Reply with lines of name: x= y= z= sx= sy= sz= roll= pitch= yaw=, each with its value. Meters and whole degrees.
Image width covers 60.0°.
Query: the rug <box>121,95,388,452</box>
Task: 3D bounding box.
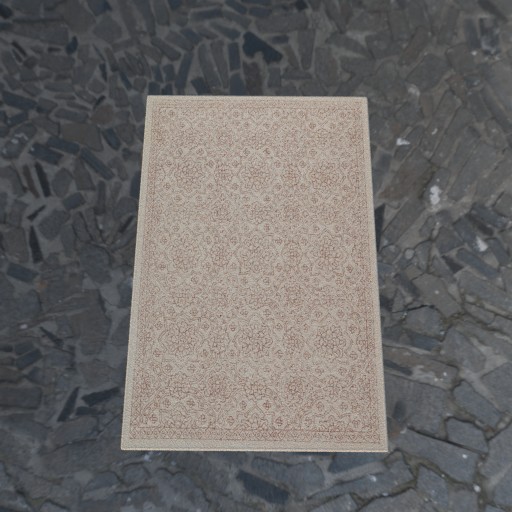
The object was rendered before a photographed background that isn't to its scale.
rug: x=0.000 y=0.000 z=2.238 sx=1.219 sy=0.010 sz=1.829 roll=0 pitch=76 yaw=0
